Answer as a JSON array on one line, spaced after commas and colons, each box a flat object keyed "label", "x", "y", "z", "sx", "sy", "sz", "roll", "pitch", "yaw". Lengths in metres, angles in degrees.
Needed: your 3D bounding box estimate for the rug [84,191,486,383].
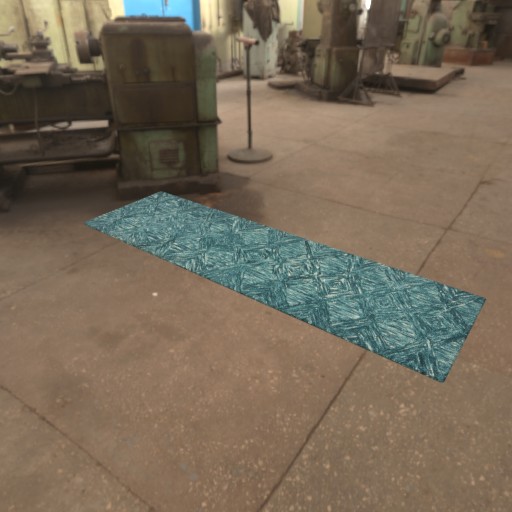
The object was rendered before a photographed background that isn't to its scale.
[{"label": "rug", "x": 0.000, "y": 0.000, "z": 2.508, "sx": 2.286, "sy": 0.016, "sz": 0.676, "roll": 21, "pitch": 36, "yaw": 31}]
